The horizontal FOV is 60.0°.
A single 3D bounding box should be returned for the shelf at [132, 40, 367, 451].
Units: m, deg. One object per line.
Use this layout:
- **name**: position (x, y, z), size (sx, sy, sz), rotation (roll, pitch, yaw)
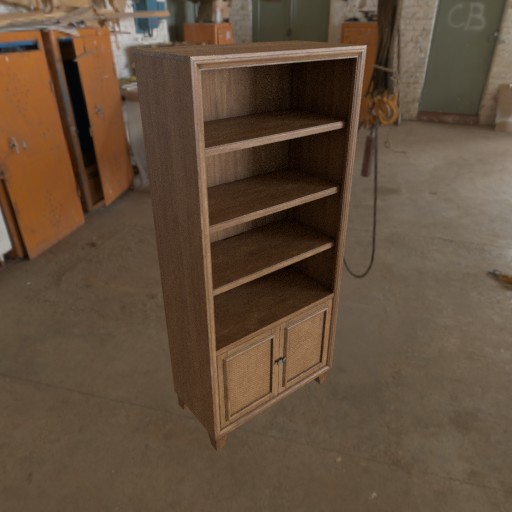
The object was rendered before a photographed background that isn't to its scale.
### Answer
- **shelf**: position (0.000, 0.000, 2.258), size (0.864, 1.930, 0.453), rotation (-21, 35, -33)
